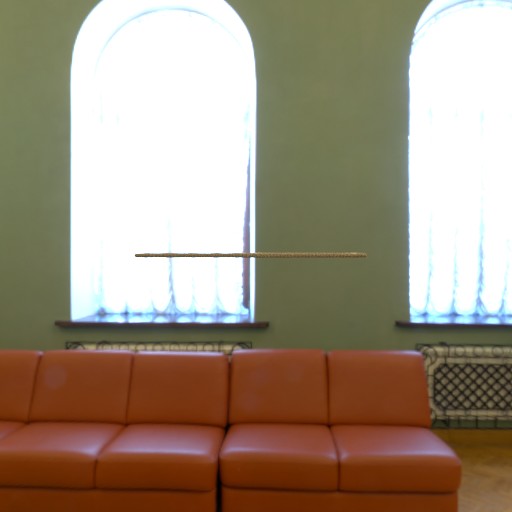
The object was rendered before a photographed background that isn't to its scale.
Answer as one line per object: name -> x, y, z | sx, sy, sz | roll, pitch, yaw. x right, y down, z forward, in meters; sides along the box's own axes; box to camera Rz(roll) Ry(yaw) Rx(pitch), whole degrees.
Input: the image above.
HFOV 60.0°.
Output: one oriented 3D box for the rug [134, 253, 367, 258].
rug -> 0.000, 0.000, 2.419 | 0.678, 0.014, 2.276 | 0, 0, 1
